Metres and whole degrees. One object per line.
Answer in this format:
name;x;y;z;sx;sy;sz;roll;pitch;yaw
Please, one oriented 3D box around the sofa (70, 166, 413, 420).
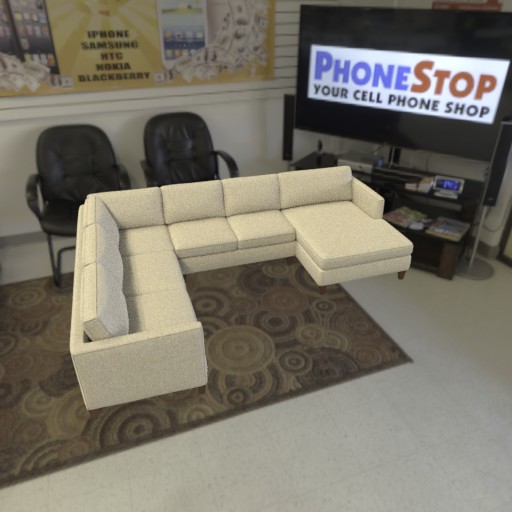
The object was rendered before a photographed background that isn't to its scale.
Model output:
sofa;0.000;0.000;4.518;3.403;0.889;2.551;-9;32;-15
